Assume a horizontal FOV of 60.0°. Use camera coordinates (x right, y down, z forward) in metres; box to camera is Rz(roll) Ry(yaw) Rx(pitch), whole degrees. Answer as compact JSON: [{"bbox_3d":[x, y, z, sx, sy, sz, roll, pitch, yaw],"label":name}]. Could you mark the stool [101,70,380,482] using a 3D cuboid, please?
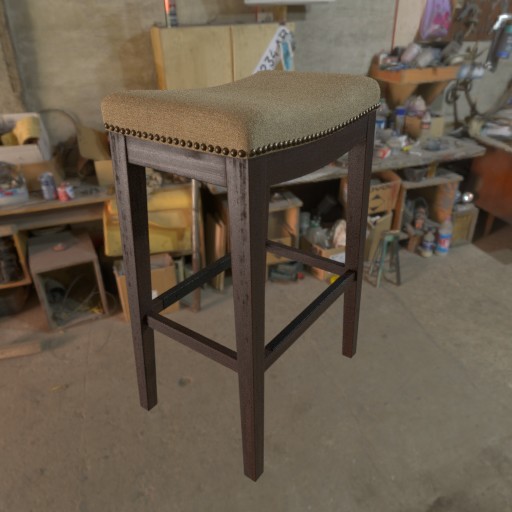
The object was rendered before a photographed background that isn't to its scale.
[{"bbox_3d":[0.000,0.000,1.038,0.363,0.768,0.509,19,34,31],"label":"stool"}]
